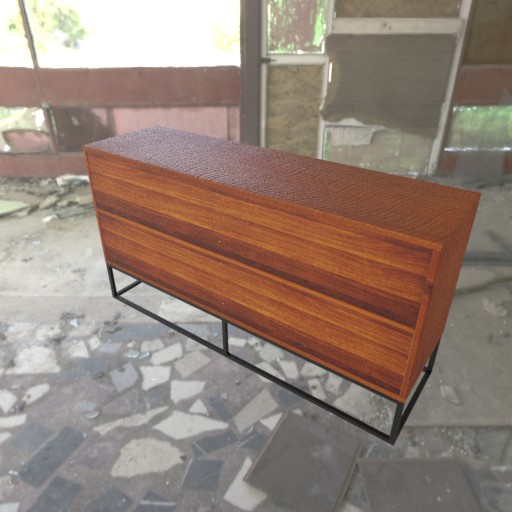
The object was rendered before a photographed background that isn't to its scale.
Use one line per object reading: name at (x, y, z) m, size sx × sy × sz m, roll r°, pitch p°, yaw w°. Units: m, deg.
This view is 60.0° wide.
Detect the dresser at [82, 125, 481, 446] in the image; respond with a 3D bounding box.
dresser at (0.000, 0.000, 1.909) m, size 1.536 × 0.810 × 0.464 m, roll 20°, pitch 36°, yaw 30°
